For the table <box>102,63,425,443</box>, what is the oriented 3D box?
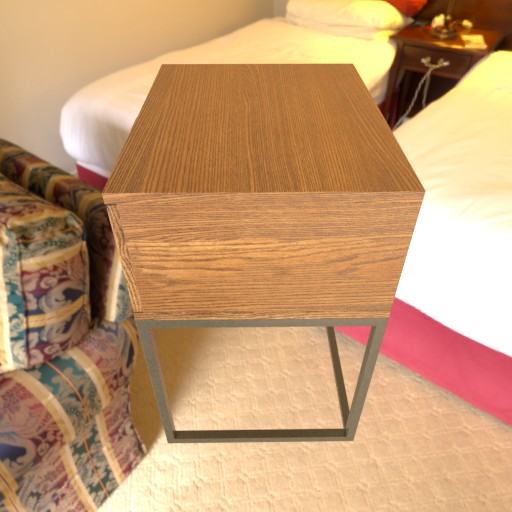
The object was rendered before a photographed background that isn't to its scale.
[{"bbox_3d":[0.000,0.000,0.908,0.400,0.610,0.482,0,40,-1],"label":"table"}]
